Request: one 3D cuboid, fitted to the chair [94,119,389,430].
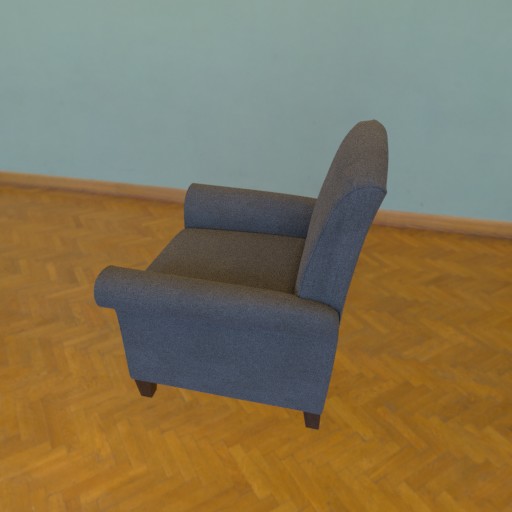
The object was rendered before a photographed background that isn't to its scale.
[{"bbox_3d":[0.000,0.000,1.810,0.905,1.061,0.978,7,30,12],"label":"chair"}]
